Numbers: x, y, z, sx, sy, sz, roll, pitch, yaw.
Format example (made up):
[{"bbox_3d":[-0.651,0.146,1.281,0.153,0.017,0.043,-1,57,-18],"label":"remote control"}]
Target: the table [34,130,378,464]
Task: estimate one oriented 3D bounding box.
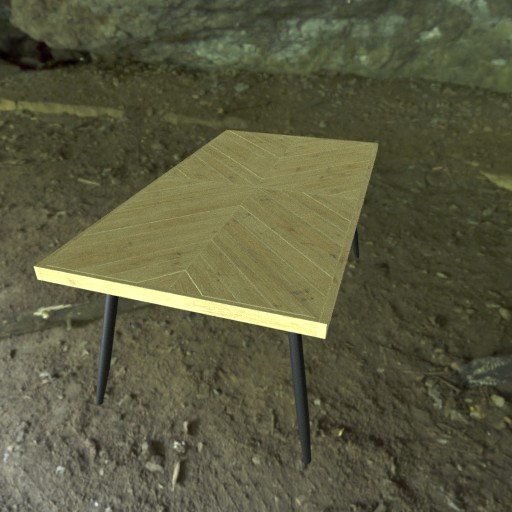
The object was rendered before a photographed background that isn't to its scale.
[{"bbox_3d":[0.000,0.000,2.293,0.991,0.762,1.803,9,32,15],"label":"table"}]
